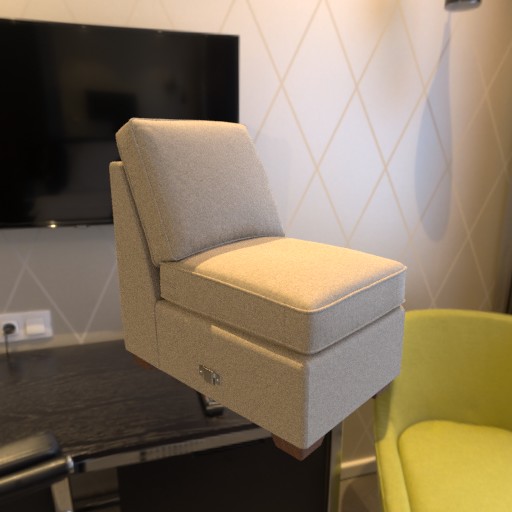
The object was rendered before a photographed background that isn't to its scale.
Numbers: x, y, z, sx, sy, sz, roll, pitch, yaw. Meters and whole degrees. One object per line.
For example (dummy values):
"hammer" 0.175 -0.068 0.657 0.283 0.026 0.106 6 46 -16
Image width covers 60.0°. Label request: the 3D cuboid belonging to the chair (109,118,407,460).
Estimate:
"chair" 0.000 0.000 1.762 1.020 1.058 0.674 13 19 42
